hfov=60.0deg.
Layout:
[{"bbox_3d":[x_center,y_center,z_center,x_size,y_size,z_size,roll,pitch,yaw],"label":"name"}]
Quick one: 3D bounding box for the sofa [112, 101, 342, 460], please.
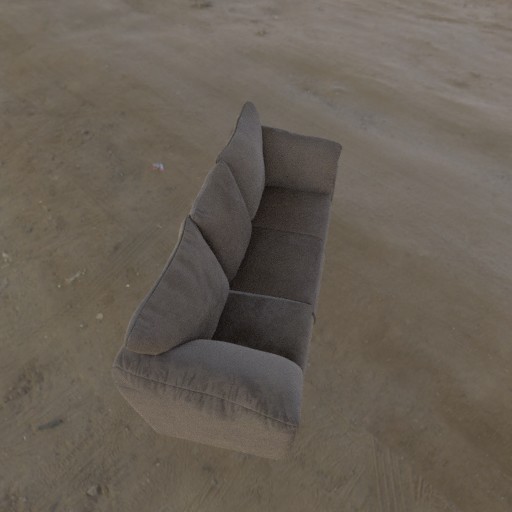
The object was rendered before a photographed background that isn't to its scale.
[{"bbox_3d":[0.000,0.000,2.849,0.878,1.073,2.336,9,46,9],"label":"sofa"}]
